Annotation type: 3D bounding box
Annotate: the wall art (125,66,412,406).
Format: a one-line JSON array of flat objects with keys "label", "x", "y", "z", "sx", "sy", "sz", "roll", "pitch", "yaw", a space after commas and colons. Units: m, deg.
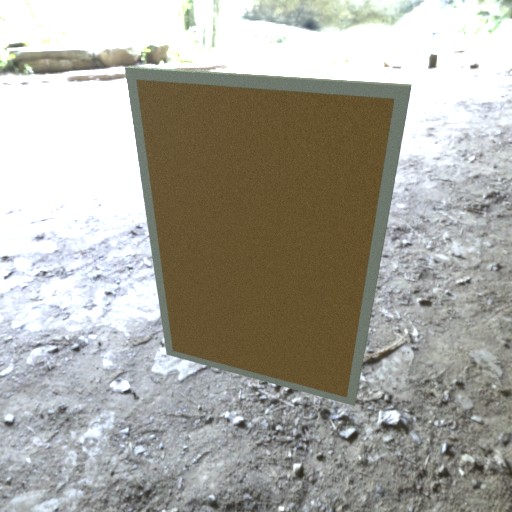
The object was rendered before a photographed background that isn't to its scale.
[{"label": "wall art", "x": 0.000, "y": 0.000, "z": 0.564, "sx": 0.303, "sy": 0.433, "sz": 0.013, "roll": 11, "pitch": 34, "yaw": 17}]
